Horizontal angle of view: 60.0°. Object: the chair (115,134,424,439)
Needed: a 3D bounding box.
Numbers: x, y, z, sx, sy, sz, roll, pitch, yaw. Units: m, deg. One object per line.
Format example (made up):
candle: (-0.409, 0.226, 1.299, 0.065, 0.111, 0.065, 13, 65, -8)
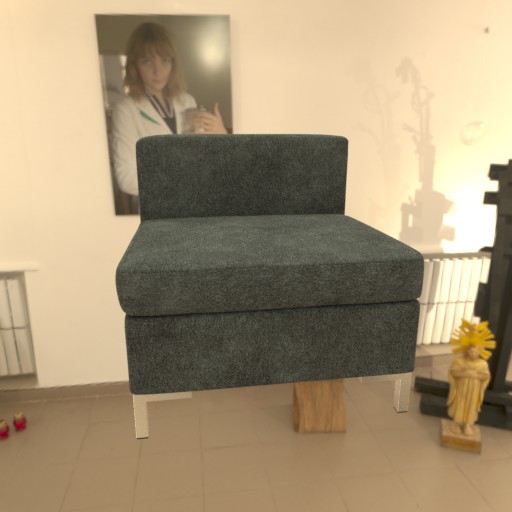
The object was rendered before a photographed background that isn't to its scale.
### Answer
chair: (0.000, 0.000, 1.242, 0.680, 0.660, 0.680, -2, 16, -9)
